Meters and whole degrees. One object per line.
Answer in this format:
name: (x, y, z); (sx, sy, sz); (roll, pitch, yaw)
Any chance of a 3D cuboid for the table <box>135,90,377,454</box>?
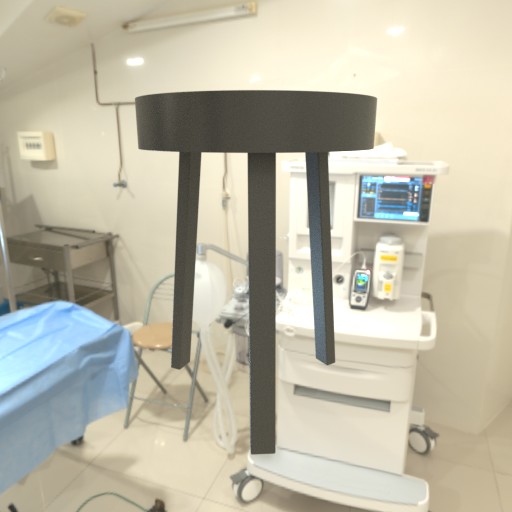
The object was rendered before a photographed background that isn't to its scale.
table: (0.000, 0.000, 0.843); (0.406, 0.559, 0.406); (0, 16, 0)
